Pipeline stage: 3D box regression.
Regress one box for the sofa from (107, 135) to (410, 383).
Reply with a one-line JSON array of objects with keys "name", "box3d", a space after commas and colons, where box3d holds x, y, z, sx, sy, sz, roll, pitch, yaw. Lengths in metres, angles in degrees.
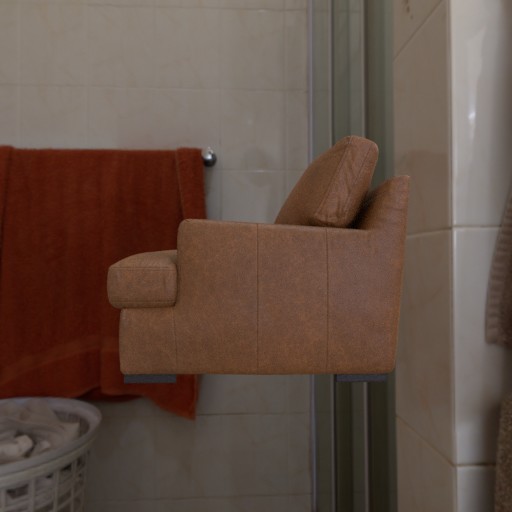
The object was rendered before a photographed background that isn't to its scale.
[{"name": "sofa", "box3d": [0.000, 0.000, 2.533, 1.144, 0.966, 1.880, 0, -1, -1]}]
